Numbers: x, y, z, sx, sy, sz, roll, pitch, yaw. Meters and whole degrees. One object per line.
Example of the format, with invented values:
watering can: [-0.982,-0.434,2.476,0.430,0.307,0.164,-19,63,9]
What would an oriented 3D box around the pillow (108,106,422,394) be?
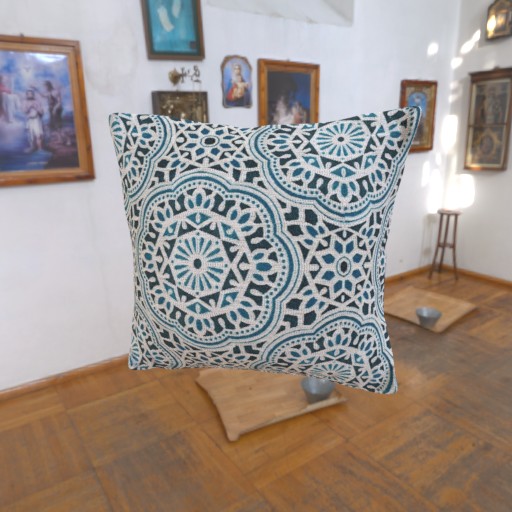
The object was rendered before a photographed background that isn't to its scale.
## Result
pillow: [0.000,0.000,0.662,0.440,0.420,0.145,3,15,10]
